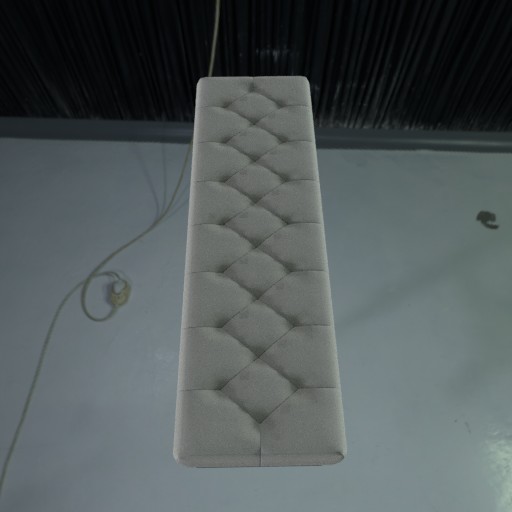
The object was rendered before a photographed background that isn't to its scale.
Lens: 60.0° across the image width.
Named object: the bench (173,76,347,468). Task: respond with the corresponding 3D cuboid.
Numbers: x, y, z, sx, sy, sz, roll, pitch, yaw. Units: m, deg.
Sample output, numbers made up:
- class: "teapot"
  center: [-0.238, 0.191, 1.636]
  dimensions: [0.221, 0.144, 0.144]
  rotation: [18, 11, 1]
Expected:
- class: "bench"
  center: [0.000, 0.000, 1.720]
  dimensions: [0.479, 0.488, 1.488]
  rotation: [-1, 62, 0]
